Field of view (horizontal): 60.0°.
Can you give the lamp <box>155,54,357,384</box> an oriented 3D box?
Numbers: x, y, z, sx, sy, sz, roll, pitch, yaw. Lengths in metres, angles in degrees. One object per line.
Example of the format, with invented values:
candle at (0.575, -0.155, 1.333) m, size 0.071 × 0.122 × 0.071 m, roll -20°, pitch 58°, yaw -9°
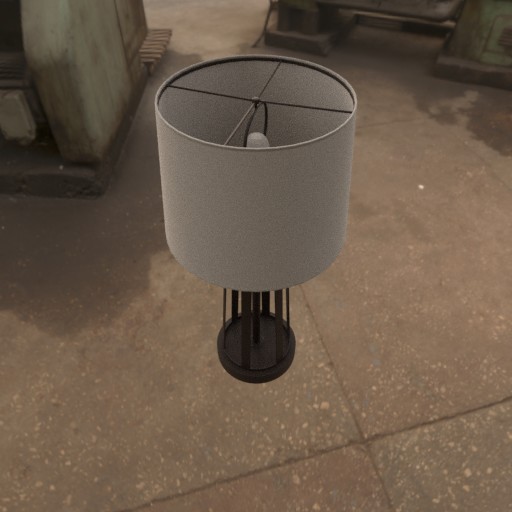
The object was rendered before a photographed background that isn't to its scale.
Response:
lamp at (0.000, 0.000, 0.669) m, size 0.251 × 0.509 × 0.251 m, roll 0°, pitch 46°, yaw 0°
